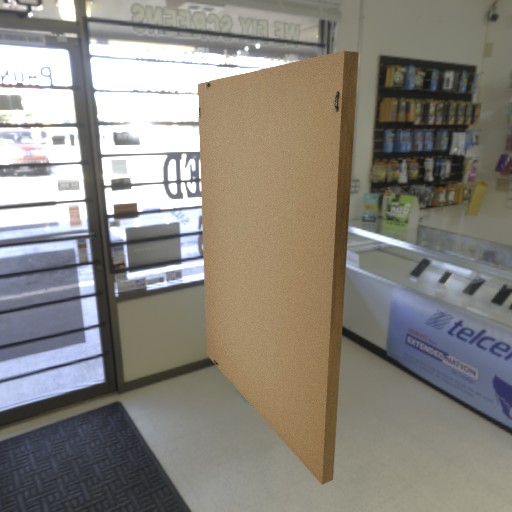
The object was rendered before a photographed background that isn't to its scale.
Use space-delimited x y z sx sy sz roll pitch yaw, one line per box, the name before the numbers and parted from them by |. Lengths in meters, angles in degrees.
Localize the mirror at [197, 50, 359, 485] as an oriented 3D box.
mirror | 0.000 0.000 1.315 0.041 1.016 0.762 -9 18 -27
